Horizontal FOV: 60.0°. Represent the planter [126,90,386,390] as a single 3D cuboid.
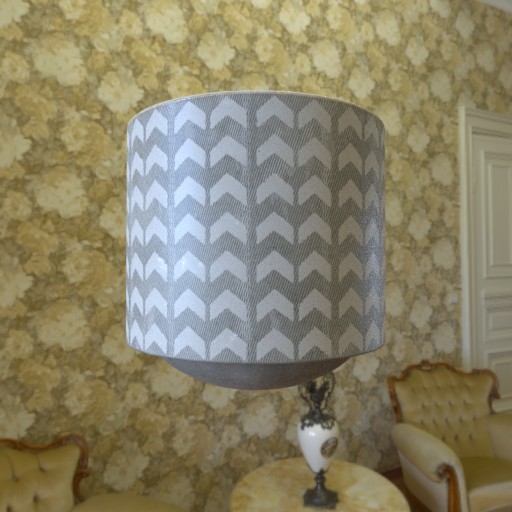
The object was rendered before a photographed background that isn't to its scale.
[{"bbox_3d":[0.000,0.000,0.446,0.250,0.239,0.250,0,-1,0],"label":"planter"}]
